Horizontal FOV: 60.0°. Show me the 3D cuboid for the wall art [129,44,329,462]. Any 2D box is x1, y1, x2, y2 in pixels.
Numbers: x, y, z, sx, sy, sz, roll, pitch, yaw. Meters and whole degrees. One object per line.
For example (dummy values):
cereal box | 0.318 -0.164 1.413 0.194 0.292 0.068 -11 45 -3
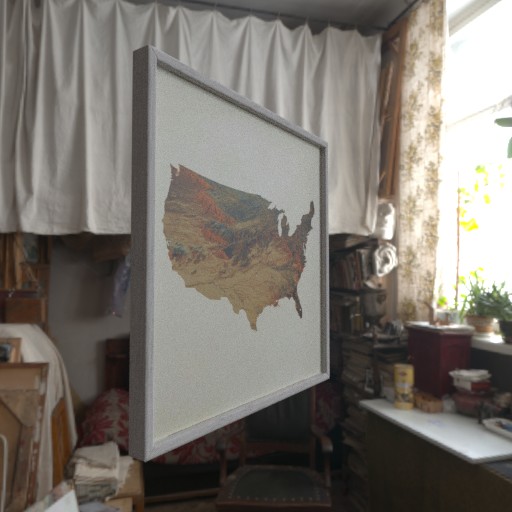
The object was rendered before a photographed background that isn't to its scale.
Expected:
wall art | 0.000 0.000 1.911 0.078 1.288 1.287 -1 -3 35
